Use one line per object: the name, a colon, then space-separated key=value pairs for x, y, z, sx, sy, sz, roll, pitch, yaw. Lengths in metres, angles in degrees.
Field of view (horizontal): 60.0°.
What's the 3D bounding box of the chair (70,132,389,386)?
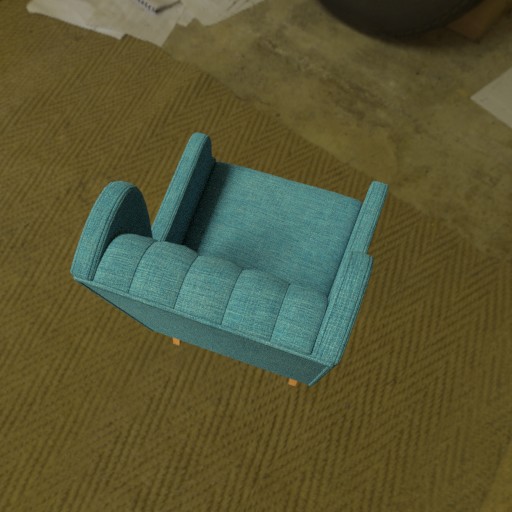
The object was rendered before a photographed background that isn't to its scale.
chair: x=0.000 y=0.000 z=1.489 sx=0.711 sy=0.952 sz=0.775 roll=17 pitch=65 yaw=8
